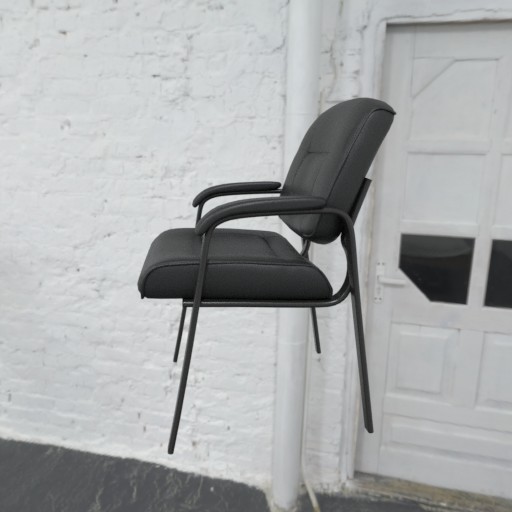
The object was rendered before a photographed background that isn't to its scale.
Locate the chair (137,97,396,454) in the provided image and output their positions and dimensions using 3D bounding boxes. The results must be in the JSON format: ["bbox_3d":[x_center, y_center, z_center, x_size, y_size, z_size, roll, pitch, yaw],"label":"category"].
[{"bbox_3d":[0.000,0.000,1.346,0.668,0.910,0.591,-2,14,-8],"label":"chair"}]
